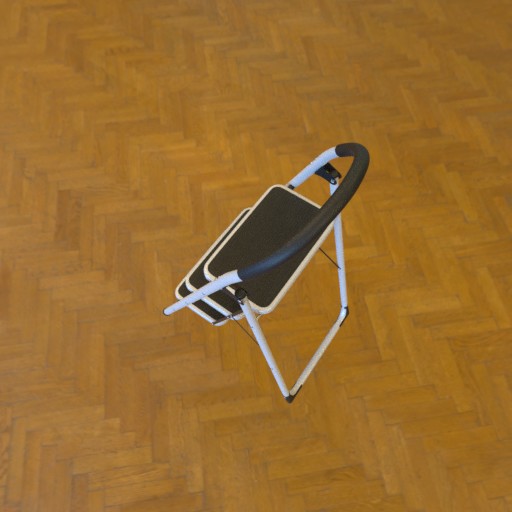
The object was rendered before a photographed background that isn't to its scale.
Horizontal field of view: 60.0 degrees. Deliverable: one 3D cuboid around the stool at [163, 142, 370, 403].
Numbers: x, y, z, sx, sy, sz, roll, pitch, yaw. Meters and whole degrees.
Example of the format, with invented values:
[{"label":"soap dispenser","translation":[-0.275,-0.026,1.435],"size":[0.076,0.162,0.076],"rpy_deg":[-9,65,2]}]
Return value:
[{"label":"stool","translation":[0.000,0.000,1.462],"size":[0.676,1.109,0.485],"rpy_deg":[32,67,15]}]
